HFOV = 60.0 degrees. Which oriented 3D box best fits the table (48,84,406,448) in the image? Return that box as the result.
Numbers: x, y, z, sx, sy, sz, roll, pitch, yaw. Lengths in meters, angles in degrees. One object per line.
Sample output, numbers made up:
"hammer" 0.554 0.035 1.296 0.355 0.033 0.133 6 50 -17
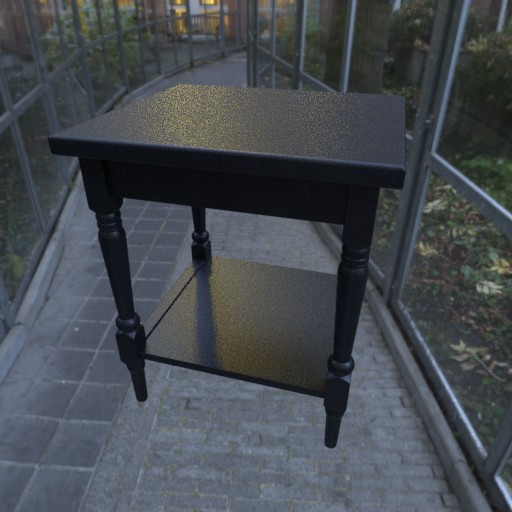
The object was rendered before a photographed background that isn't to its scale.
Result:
"table" 0.000 0.000 0.892 0.488 0.565 0.442 8 32 14
